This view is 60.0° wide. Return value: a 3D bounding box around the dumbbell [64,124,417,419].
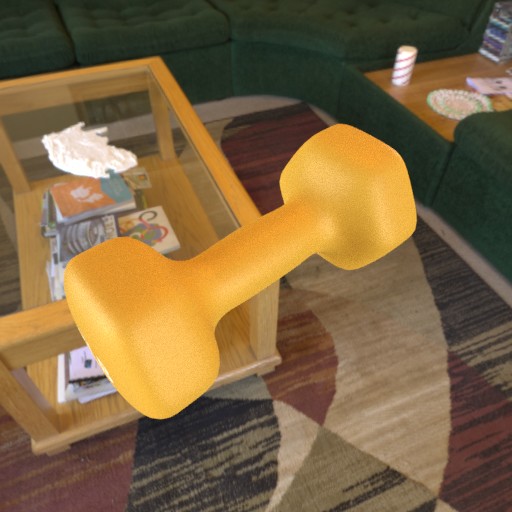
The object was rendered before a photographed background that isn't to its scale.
[{"bbox_3d":[0.000,0.000,0.240,0.190,0.082,0.090,-32,54,-26],"label":"dumbbell"}]
